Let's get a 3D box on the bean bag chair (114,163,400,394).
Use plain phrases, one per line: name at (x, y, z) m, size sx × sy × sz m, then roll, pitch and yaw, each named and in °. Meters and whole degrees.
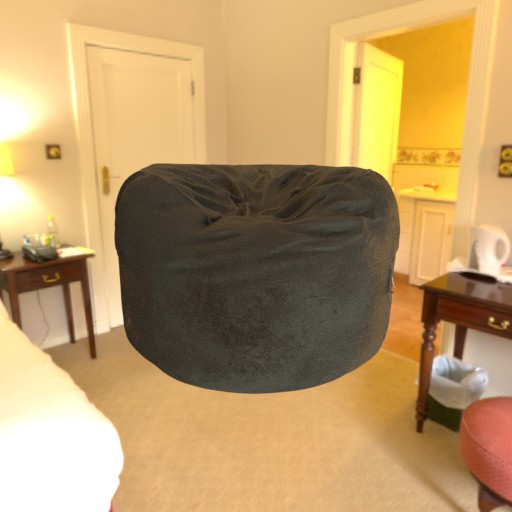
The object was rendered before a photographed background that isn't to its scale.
bean bag chair at (0.000, 0.000, 1.505) m, size 0.918 × 0.605 × 0.918 m, roll 0°, pitch 14°, yaw 0°
